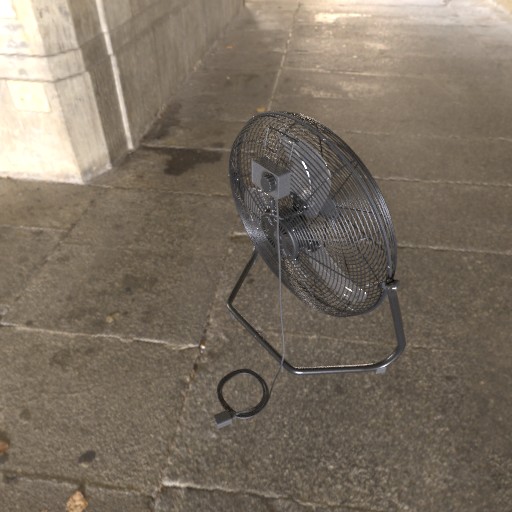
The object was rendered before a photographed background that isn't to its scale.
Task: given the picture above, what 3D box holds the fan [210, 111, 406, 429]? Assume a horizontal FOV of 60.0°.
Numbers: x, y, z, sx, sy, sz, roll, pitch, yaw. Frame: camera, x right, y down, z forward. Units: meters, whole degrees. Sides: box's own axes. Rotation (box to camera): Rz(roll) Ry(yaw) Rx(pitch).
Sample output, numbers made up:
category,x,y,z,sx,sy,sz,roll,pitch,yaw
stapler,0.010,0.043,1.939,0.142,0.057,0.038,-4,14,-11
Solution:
category,x,y,z,sx,sy,sz,roll,pitch,yaw
fan,0.000,0.000,1.018,0.470,0.605,0.595,-26,47,-28
